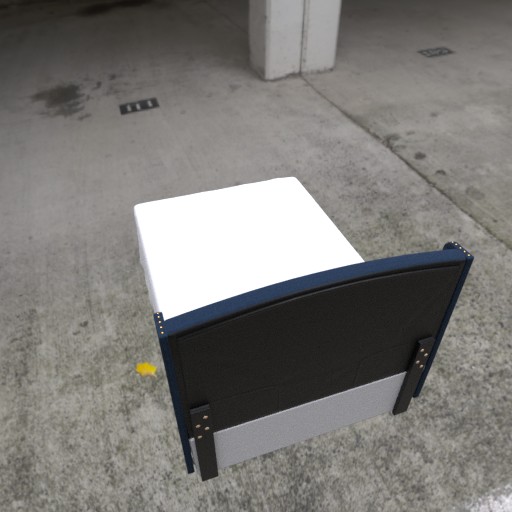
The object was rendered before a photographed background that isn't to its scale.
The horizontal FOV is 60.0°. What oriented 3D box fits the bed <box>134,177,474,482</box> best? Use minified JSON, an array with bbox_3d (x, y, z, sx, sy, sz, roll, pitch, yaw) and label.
[{"bbox_3d":[0.000,0.000,3.201,1.604,1.402,2.223,-12,42,-14],"label":"bed"}]
